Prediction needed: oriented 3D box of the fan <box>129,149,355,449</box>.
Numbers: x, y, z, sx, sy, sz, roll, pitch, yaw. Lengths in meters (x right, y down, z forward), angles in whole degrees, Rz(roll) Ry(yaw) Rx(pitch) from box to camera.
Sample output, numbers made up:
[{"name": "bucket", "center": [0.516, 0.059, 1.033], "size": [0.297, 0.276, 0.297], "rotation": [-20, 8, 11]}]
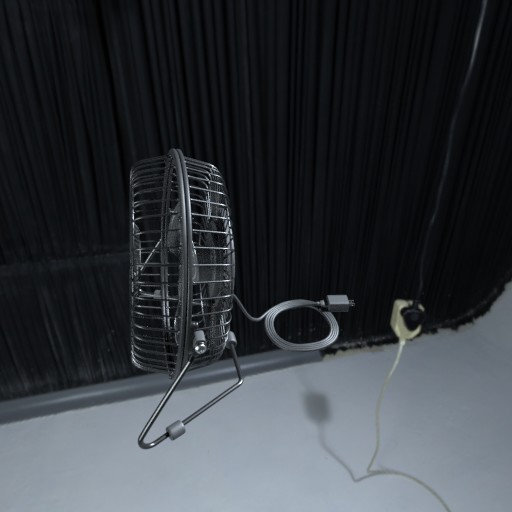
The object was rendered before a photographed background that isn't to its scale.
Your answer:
[{"name": "fan", "center": [0.000, 0.000, 0.379], "size": [0.227, 0.188, 0.209], "rotation": [-7, 31, -12]}]
